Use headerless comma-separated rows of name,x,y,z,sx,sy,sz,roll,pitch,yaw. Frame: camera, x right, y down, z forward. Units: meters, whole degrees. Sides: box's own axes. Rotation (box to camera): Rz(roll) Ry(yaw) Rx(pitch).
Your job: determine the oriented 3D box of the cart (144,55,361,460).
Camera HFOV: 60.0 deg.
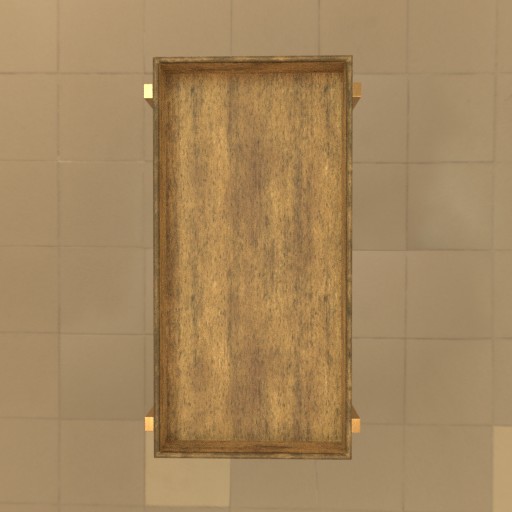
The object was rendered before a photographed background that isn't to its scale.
cart,0.000,0.000,1.223,0.416,0.799,0.750,0,91,1
